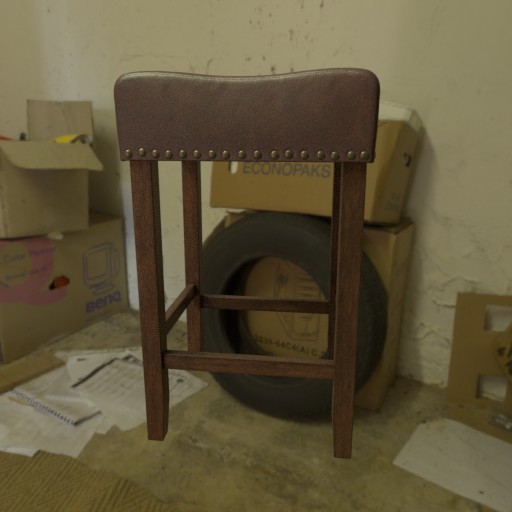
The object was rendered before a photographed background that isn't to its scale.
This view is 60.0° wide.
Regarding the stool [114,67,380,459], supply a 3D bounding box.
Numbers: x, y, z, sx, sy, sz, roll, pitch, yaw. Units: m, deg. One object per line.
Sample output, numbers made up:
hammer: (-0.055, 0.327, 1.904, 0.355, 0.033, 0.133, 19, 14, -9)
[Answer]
stool: (0.000, 0.000, 1.036, 0.465, 0.769, 0.401, 2, 16, 7)
